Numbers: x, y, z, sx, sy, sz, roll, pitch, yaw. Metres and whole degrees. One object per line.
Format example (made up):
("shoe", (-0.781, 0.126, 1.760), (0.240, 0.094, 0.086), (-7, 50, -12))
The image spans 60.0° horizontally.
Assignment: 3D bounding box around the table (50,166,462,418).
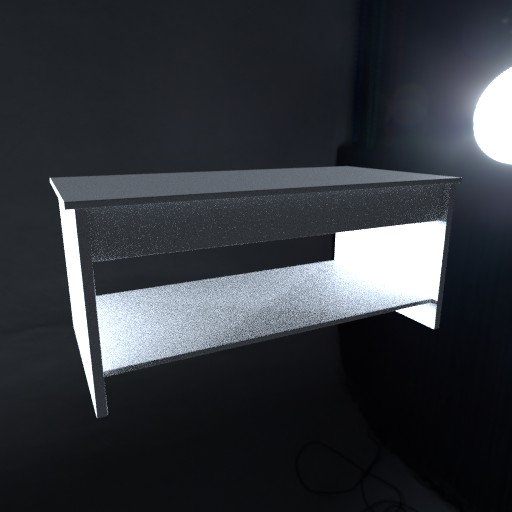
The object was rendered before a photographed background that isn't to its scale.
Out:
("table", (0.000, 0.000, 1.261), (1.000, 0.441, 0.500), (-8, 17, -26))
